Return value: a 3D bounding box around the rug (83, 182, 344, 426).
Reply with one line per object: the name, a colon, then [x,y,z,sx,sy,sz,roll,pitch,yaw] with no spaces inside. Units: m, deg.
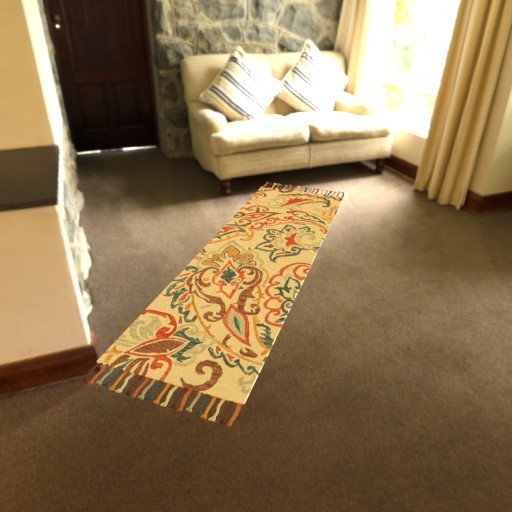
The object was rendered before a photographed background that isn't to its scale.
rug: [0.000,0.000,3.011,0.763,0.015,2.682,10,32,17]
